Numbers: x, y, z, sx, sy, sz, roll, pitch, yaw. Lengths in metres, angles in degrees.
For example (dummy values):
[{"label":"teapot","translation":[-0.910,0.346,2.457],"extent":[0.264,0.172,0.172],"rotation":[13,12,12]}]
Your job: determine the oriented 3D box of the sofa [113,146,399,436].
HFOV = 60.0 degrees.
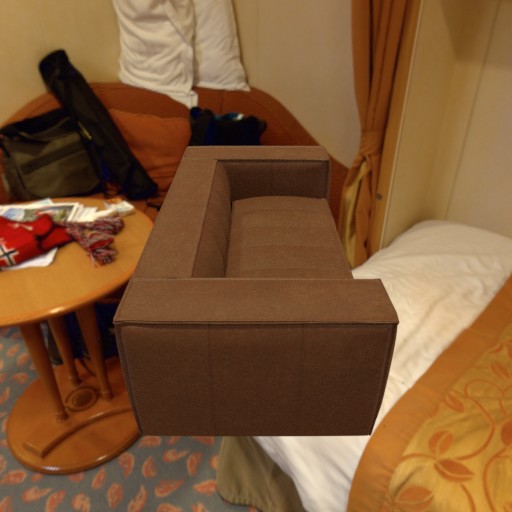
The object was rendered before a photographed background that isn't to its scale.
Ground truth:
[{"label":"sofa","translation":[0.000,0.000,2.627],"extent":[1.102,0.703,2.088],"rotation":[0,31,0]}]
